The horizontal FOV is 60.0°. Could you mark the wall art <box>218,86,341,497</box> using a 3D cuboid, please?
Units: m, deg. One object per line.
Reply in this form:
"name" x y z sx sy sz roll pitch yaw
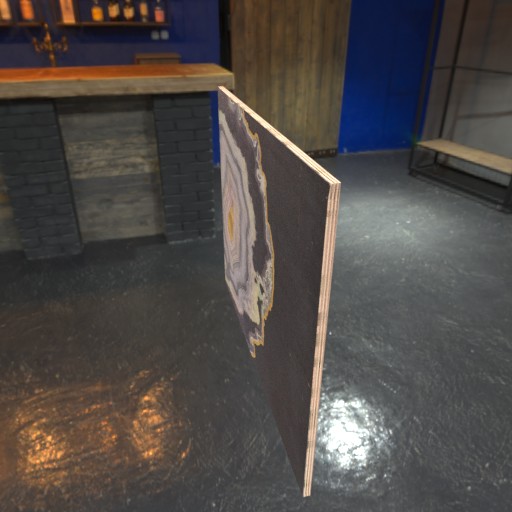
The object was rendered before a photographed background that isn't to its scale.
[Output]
"wall art" 0.000 0.000 0.665 0.010 0.408 0.508 -7 30 -12
